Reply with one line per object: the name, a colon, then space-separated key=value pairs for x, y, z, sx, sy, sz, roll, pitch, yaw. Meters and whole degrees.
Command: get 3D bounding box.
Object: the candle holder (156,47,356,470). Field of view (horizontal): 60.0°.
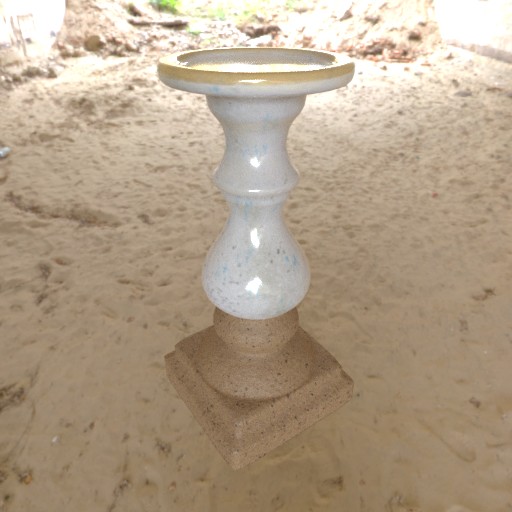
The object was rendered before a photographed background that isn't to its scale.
candle holder: x=0.000 y=0.000 z=0.290 sx=0.110 sy=0.239 sz=0.110 roll=-20 pitch=36 yaw=-29
